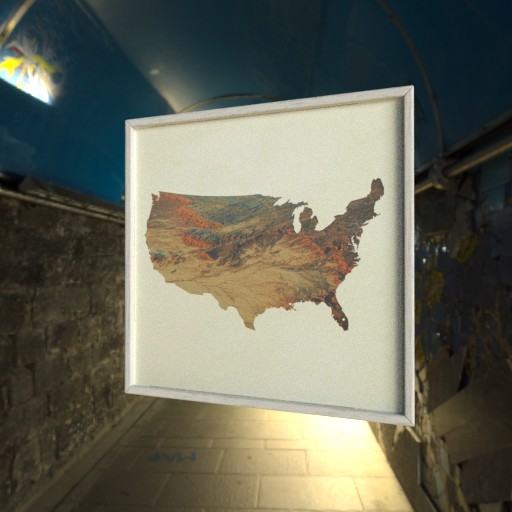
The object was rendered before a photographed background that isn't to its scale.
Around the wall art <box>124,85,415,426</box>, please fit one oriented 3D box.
[{"bbox_3d":[0.000,0.000,1.917,1.287,1.288,0.078,0,0,19],"label":"wall art"}]
